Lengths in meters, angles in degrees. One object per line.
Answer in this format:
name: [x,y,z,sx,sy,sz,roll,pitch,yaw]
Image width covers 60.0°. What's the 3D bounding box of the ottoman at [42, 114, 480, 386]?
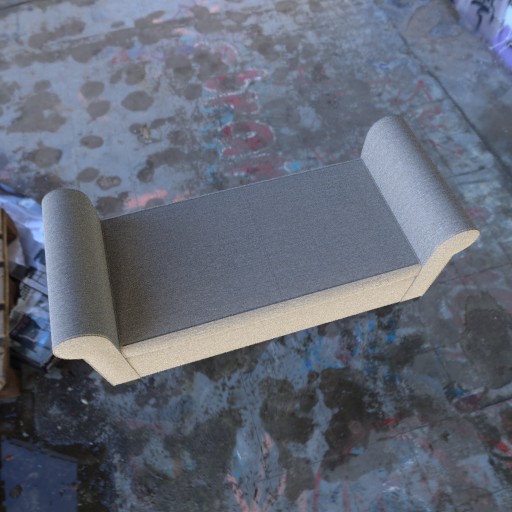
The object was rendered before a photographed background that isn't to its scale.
ottoman: [0.000,0.000,1.550,1.256,0.547,0.521,-15,61,-8]
